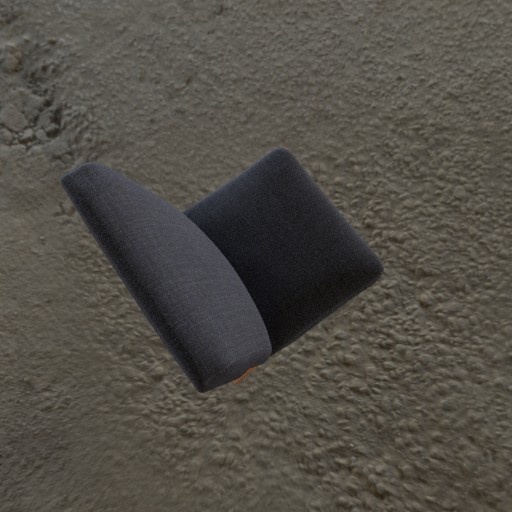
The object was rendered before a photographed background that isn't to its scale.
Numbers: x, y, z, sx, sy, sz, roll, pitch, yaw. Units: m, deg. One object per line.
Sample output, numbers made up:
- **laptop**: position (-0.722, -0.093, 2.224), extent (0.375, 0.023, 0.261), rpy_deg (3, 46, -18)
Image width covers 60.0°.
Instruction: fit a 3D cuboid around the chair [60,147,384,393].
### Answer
- **chair**: position (0.000, 0.000, 1.241), extent (0.586, 0.911, 0.507), rpy_deg (-35, 77, -9)
